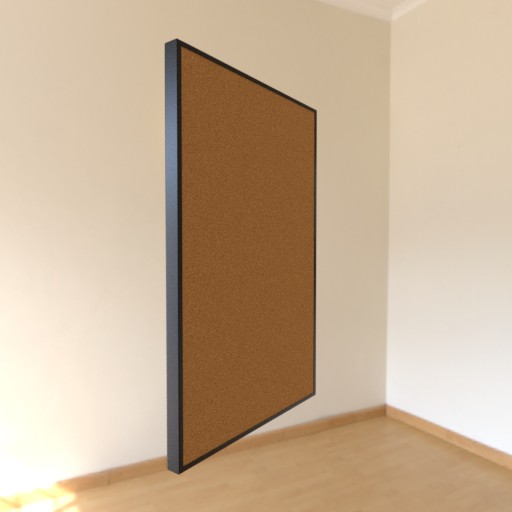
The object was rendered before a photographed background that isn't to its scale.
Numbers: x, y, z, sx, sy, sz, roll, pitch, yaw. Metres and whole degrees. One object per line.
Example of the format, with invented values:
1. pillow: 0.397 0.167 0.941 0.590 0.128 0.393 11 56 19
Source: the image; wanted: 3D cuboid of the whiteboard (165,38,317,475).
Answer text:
1. whiteboard: 0.000 0.000 0.790 0.026 0.611 0.406 1 2 36
